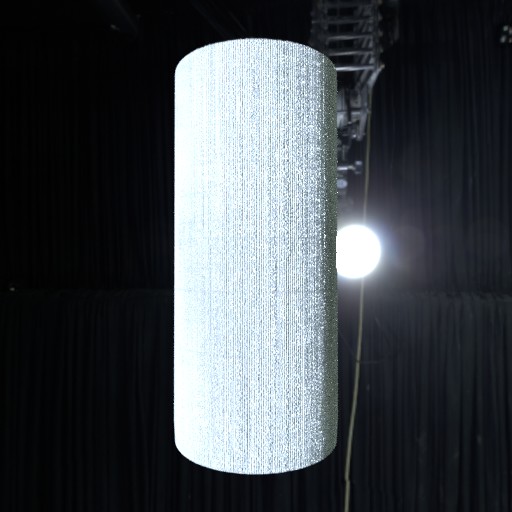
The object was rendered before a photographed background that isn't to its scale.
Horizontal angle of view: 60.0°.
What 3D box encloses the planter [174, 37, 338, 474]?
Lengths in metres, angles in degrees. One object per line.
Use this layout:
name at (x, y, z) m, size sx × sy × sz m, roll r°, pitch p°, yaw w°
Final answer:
planter at (0.000, 0.000, 0.126) m, size 0.045 × 0.103 × 0.045 m, roll 0°, pitch -1°, yaw 0°
